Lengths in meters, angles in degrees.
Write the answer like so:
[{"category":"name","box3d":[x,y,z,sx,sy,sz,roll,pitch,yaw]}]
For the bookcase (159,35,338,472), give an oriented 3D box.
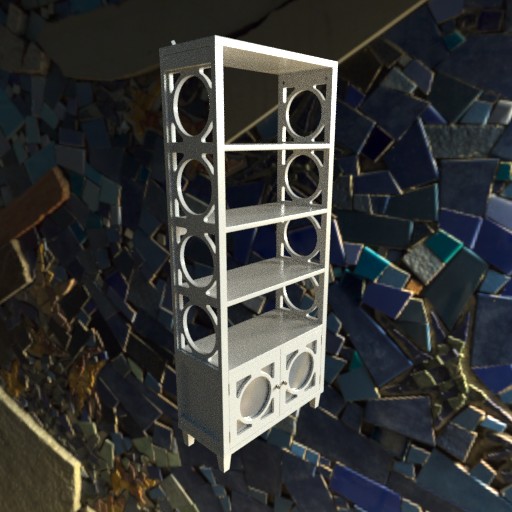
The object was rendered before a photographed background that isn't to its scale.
[{"category":"bookcase","box3d":[0.000,0.000,2.137,0.361,1.869,0.761,14,20,42]}]
